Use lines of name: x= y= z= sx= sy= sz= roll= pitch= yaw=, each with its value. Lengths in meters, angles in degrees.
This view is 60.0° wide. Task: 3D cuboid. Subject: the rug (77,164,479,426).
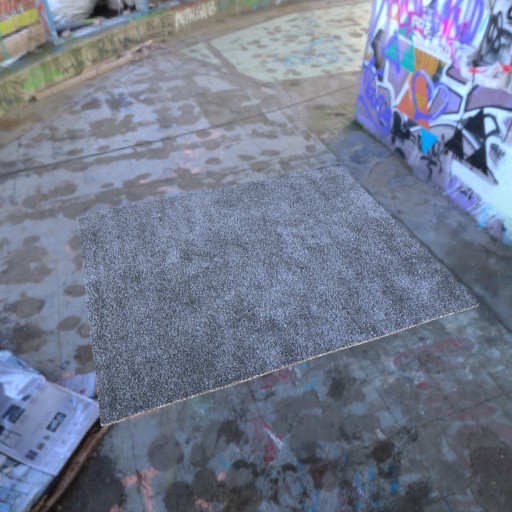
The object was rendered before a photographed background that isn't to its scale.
rug: x=0.000 y=0.000 z=4.063 sx=3.000 sy=0.025 sz=2.401 roll=-14 pitch=43 yaw=-15
